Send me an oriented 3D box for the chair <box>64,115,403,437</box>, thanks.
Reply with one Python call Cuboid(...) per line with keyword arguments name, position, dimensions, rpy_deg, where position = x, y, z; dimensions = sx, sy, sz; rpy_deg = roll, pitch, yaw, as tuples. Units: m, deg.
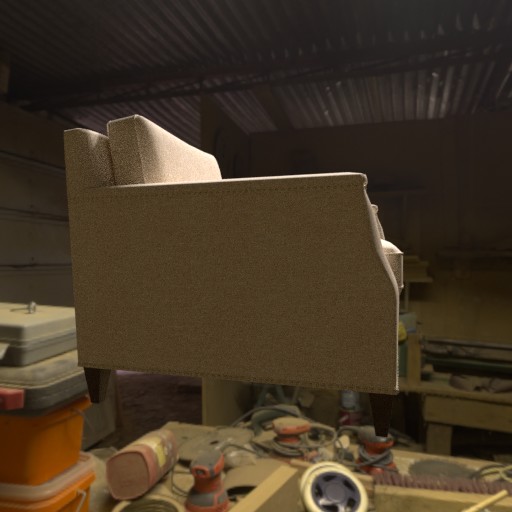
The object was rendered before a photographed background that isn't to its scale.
Cuboid(name="chair", position=(0.000, 0.000, 1.662), dimensions=(1.041, 0.940, 0.838), rpy_deg=(0, 0, 18))
